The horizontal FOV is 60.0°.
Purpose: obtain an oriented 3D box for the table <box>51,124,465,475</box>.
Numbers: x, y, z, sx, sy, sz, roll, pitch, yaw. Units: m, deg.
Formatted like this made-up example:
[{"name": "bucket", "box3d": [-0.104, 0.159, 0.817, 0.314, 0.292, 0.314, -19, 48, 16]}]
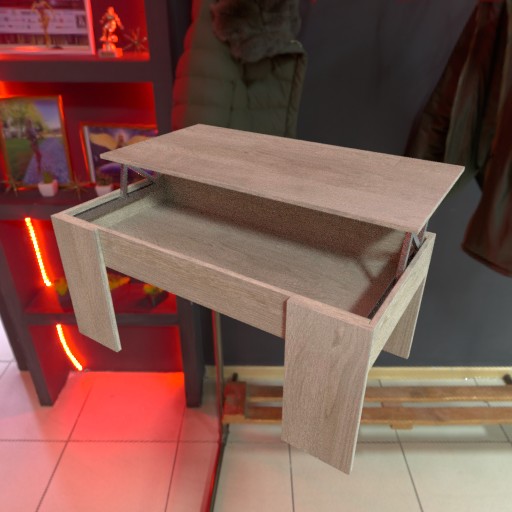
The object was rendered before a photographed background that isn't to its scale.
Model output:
[{"name": "table", "box3d": [0.000, 0.000, 1.415, 1.000, 0.570, 0.711, 18, 34, 28]}]
